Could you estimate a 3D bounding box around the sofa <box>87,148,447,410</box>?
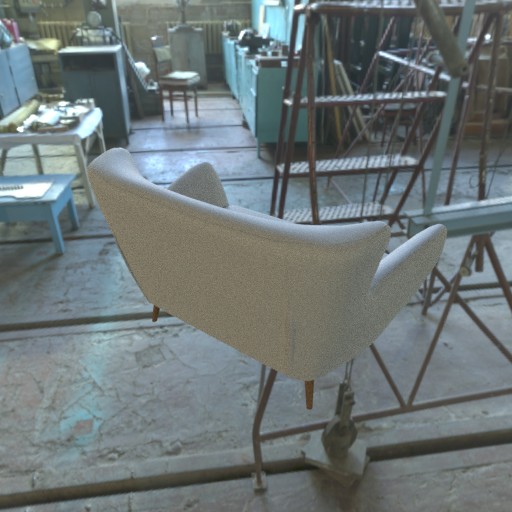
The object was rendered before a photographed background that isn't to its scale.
[{"bbox_3d":[0.000,0.000,2.034,1.424,0.878,0.921,21,37,31],"label":"sofa"}]
